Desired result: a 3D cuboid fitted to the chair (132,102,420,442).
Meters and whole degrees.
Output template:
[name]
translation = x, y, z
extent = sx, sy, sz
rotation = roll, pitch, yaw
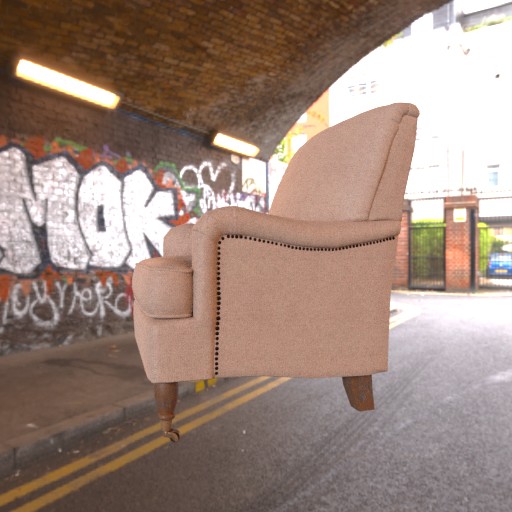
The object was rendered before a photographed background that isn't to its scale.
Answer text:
[chair]
translation = 0.000, 0.000, 1.803
extent = 0.953, 1.119, 0.879
rotation = 0, 0, -18
